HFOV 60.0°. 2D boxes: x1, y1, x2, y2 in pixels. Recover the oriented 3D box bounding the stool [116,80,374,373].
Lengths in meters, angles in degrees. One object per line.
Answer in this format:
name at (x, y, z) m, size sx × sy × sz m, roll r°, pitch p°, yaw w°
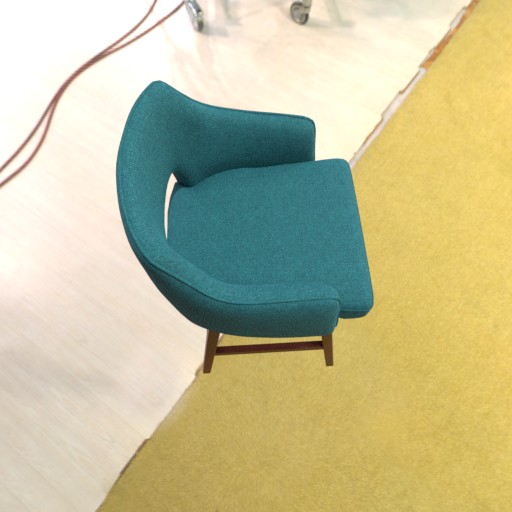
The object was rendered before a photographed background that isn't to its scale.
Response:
stool at (0.000, 0.000, 1.288) m, size 0.556 × 0.961 × 0.548 m, roll -3°, pitch 65°, yaw -1°
